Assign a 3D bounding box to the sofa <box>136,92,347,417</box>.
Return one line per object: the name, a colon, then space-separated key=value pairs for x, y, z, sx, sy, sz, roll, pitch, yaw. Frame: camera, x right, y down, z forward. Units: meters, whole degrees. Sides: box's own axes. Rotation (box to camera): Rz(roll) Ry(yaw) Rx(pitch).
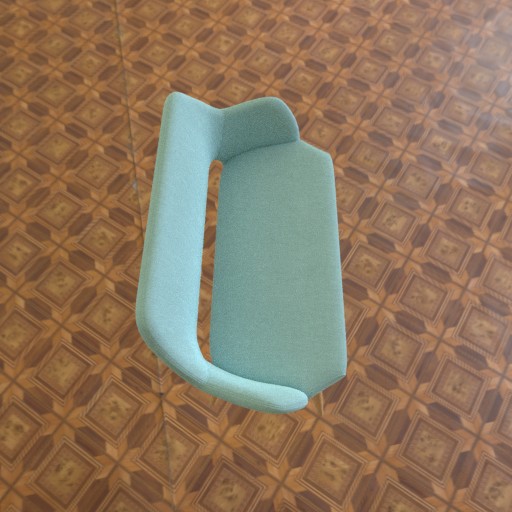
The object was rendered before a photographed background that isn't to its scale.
sofa: x=0.000 y=0.000 z=1.646 sx=0.610 sy=0.840 sz=1.150 roll=1 pitch=65 yaw=0
